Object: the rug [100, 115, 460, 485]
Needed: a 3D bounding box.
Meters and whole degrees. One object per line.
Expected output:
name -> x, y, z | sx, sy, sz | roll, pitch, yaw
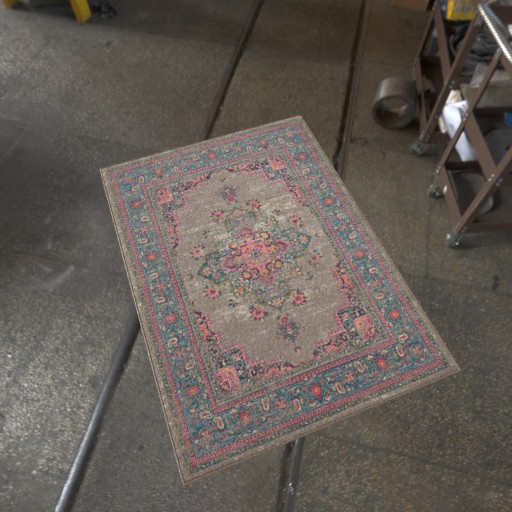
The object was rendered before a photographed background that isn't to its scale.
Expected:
rug -> 0.000, 0.000, 2.859 | 1.609, 0.013, 2.214 | -18, 61, -11
